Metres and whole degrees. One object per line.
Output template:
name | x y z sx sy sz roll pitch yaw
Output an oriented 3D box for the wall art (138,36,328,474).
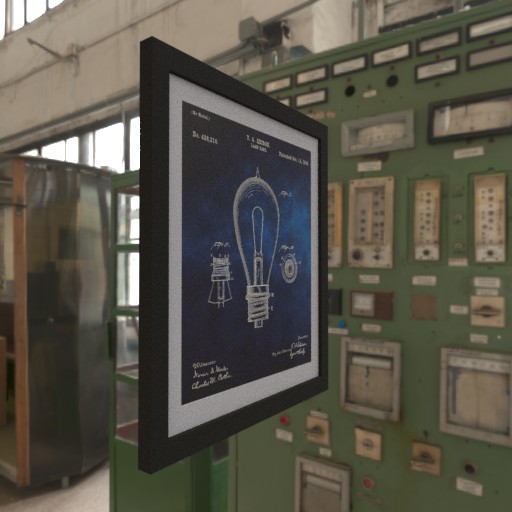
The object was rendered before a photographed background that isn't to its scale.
wall art | 0.000 0.000 0.686 0.023 0.505 0.428 -1 -1 37
